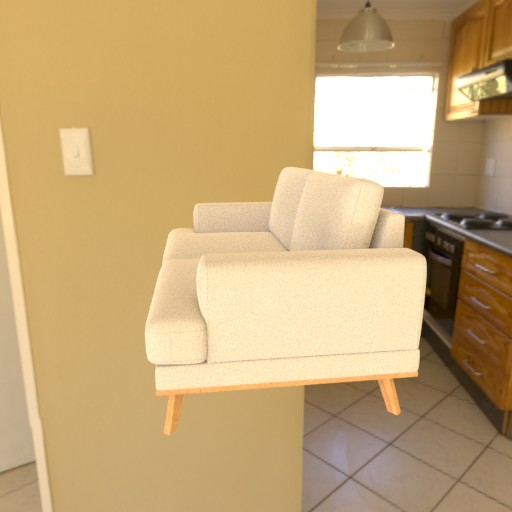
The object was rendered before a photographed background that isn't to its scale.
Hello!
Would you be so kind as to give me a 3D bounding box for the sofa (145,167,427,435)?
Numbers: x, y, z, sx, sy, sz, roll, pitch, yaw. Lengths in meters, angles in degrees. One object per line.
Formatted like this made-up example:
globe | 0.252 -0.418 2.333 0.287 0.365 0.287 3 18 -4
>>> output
sofa | 0.000 0.000 2.154 0.915 0.810 1.651 -2 14 -8
